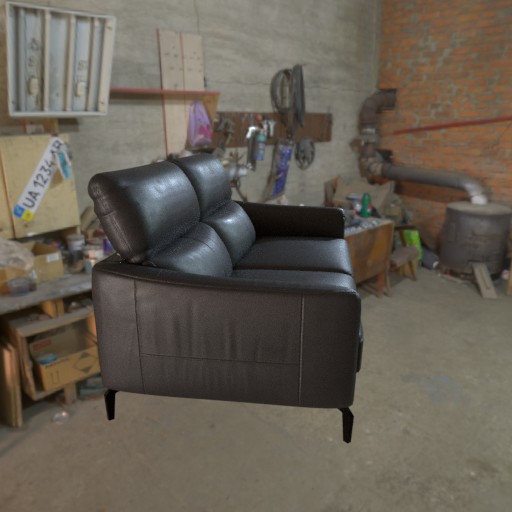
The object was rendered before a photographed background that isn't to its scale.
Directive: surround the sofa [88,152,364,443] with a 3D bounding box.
[{"bbox_3d":[0.000,0.000,2.179,0.958,0.920,1.596,3,16,9],"label":"sofa"}]
